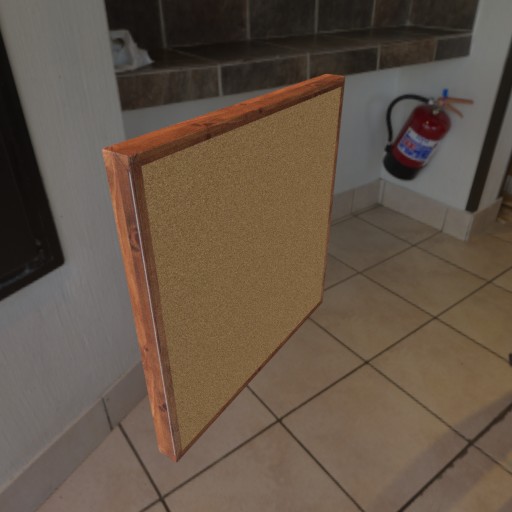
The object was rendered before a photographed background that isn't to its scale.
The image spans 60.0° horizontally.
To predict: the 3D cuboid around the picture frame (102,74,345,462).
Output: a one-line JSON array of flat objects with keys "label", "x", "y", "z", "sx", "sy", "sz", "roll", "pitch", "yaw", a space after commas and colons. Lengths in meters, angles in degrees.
[{"label": "picture frame", "x": 0.000, "y": 0.000, "z": 0.529, "sx": 0.028, "sy": 0.356, "sz": 0.352, "roll": 20, "pitch": 37, "yaw": 29}]
